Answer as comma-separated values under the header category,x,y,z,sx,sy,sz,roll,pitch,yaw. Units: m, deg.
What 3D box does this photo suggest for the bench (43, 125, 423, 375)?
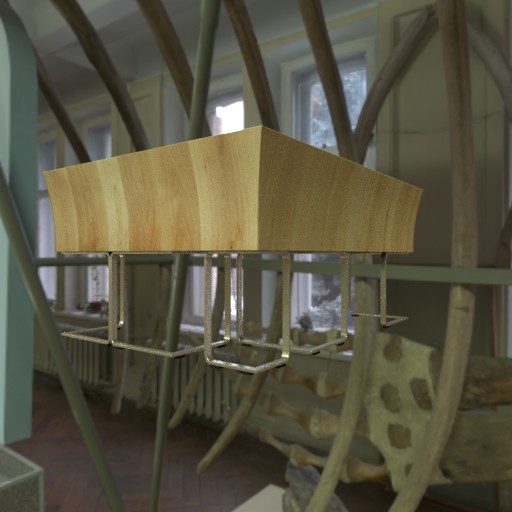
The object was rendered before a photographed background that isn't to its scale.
category,x,y,z,sx,sy,sz,roll,pitch,yaw
bench,0.000,0.000,2.789,1.495,0.930,1.945,0,0,37
